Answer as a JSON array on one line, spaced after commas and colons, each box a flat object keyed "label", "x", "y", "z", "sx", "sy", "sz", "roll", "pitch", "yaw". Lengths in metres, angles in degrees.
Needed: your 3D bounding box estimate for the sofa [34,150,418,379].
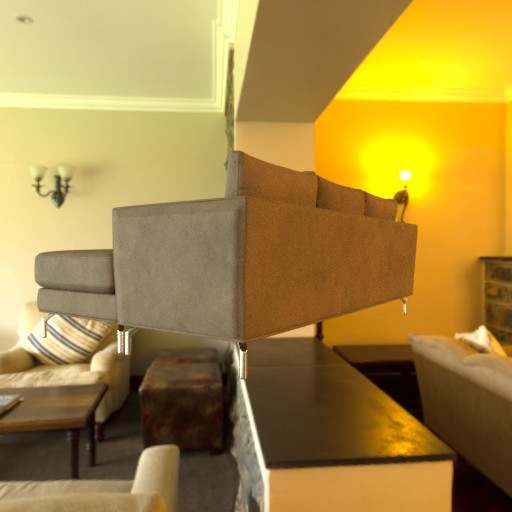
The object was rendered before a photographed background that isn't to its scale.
[{"label": "sofa", "x": 0.000, "y": 0.000, "z": 3.186, "sx": 1.622, "sy": 0.987, "sz": 2.438, "roll": 1, "pitch": 1, "yaw": 35}]
